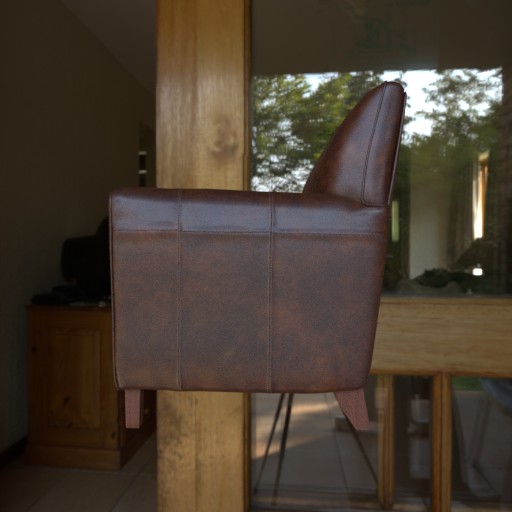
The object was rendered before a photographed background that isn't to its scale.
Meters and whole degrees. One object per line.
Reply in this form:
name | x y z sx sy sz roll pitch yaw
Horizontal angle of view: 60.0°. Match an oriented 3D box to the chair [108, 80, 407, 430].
chair | 0.000 0.000 1.573 0.823 0.943 0.870 0 1 1
